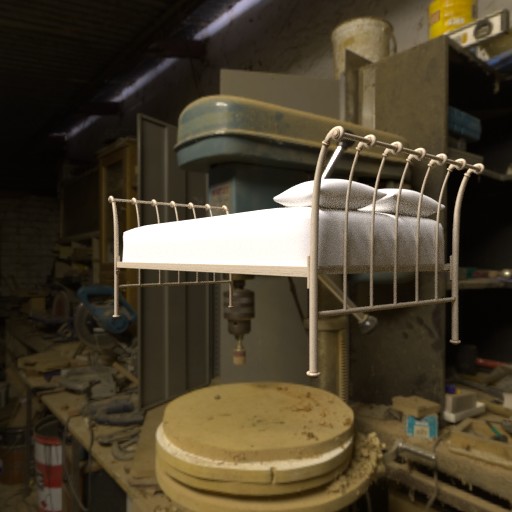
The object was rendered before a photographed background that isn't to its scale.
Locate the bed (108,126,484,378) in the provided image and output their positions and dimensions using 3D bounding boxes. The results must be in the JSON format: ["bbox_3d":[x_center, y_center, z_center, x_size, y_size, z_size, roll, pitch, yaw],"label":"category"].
[{"bbox_3d":[0.000,0.000,2.657,1.032,0.873,2.228,0,0,-38],"label":"bed"}]
